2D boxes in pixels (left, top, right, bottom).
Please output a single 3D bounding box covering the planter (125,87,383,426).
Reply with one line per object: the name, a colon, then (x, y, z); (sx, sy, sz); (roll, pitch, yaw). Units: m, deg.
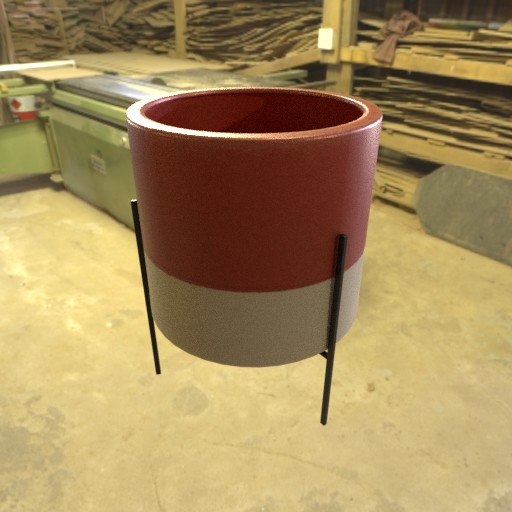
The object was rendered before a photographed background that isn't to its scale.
planter: (0.000, 0.000, 0.715); (0.345, 0.465, 0.354); (-21, 36, -33)
